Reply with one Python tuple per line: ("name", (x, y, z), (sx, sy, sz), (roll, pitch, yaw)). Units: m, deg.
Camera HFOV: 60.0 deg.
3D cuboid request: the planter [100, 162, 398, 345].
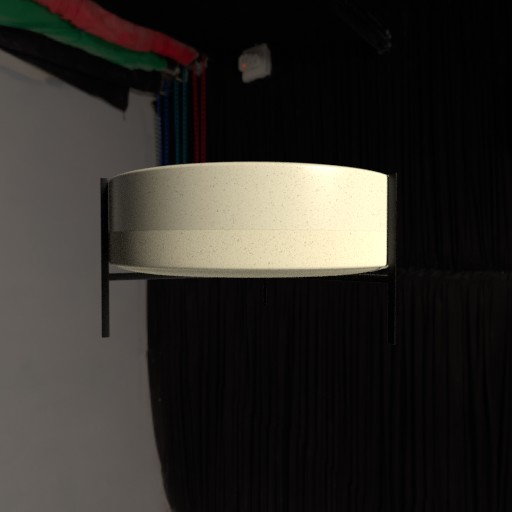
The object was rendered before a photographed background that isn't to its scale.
("planter", (0.000, 0.000, 0.540), (0.345, 0.171, 0.336), (1, 2, 36))
